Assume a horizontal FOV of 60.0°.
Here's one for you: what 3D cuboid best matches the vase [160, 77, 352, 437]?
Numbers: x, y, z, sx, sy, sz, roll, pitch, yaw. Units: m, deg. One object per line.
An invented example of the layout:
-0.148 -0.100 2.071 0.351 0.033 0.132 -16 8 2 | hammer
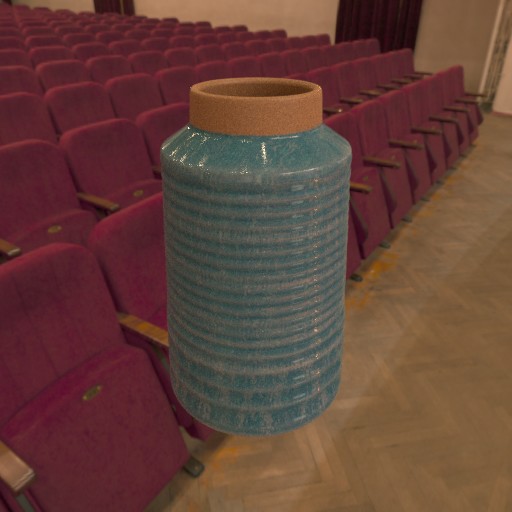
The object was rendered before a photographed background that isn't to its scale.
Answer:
0.000 0.000 0.369 0.163 0.267 0.163 0 29 0 | vase
